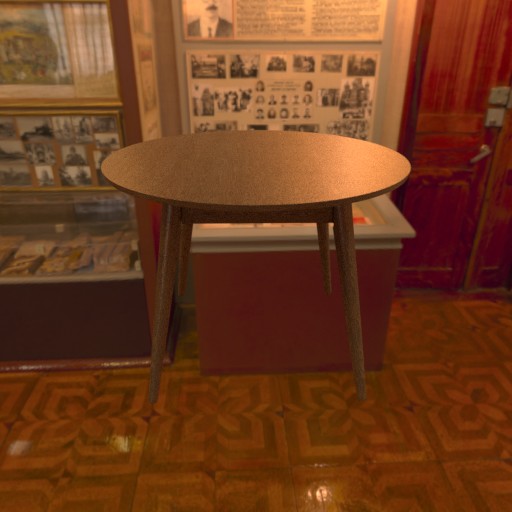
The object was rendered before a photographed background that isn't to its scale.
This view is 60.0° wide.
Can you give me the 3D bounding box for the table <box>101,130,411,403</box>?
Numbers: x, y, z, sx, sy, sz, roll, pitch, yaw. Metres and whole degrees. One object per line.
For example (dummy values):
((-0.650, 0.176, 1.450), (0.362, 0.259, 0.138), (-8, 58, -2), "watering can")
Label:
((0.000, 0.000, 1.746), (1.053, 0.786, 1.053), (0, 26, 0), "table")
